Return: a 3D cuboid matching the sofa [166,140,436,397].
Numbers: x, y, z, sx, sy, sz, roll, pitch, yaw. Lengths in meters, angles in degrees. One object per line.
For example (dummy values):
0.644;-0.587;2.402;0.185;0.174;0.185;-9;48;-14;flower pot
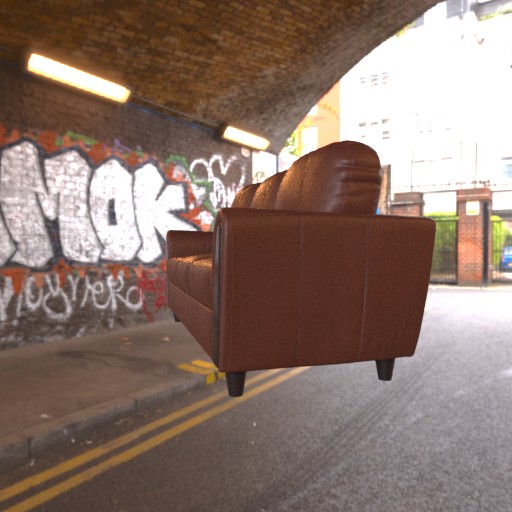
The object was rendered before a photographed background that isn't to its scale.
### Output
0.000;0.000;2.349;0.802;0.915;1.862;0;1;-17;sofa
